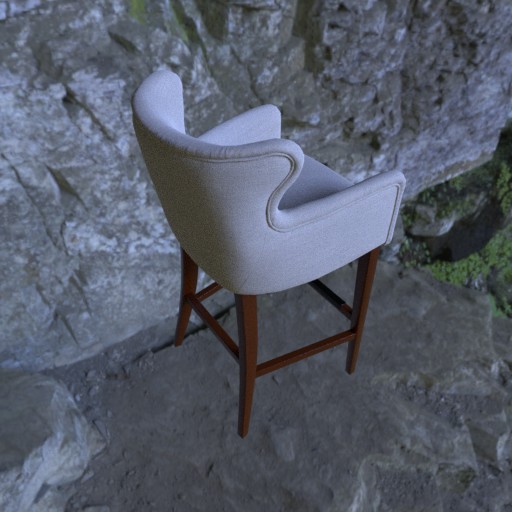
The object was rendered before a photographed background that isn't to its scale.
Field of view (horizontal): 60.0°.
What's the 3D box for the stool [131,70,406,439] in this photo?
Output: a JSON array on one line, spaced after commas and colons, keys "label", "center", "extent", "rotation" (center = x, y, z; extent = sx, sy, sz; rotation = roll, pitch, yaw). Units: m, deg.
[{"label": "stool", "center": [0.000, 0.000, 1.367], "extent": [0.563, 1.034, 0.556], "rotation": [-25, 47, -26]}]
